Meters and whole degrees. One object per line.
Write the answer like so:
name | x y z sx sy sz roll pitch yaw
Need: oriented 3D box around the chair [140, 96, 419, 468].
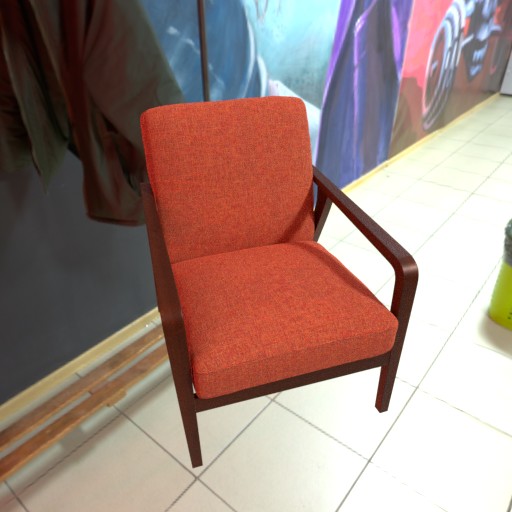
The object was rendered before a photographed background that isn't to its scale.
chair | 0.000 0.000 1.516 0.719 0.890 0.860 -10 34 -15
